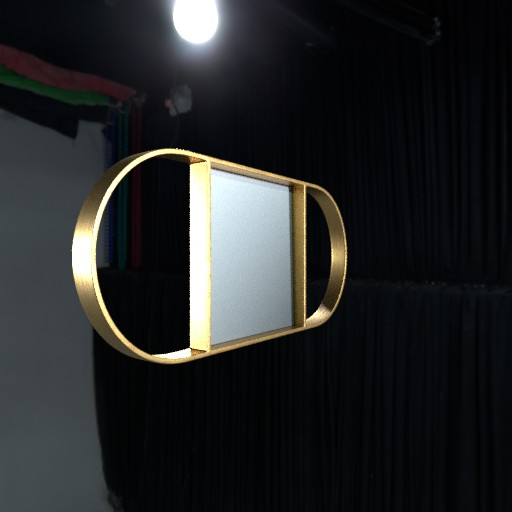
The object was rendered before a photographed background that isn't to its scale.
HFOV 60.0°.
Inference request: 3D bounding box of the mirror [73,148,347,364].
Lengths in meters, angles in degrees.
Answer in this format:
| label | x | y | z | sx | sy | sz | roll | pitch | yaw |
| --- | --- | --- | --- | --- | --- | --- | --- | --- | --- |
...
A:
| label | x | y | z | sx | sy | sz | roll | pitch | yaw |
| --- | --- | --- | --- | --- | --- | --- | --- | --- | --- |
| mirror | 0.000 | 0.000 | 0.672 | 0.032 | 0.254 | 0.584 | 0 | 0 | 36 |
